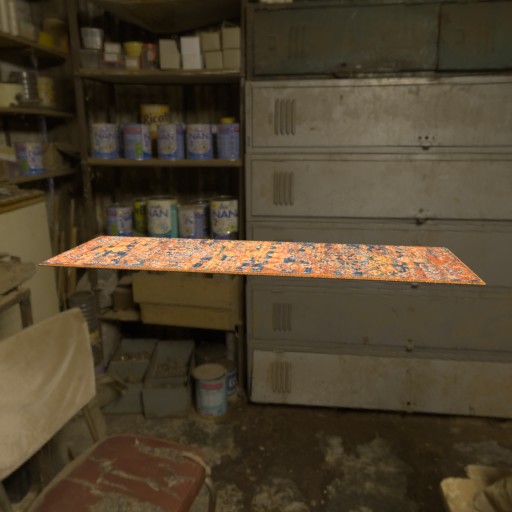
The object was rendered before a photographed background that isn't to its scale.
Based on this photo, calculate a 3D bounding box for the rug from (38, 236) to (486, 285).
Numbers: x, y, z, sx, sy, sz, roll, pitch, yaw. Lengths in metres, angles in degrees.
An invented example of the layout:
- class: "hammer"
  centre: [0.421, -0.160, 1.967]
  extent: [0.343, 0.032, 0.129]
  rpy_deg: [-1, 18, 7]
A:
- class: "rug"
  centre: [0.000, 0.000, 2.045]
  extent: [1.820, 0.013, 0.556]
  rpy_deg: [2, 15, 8]
